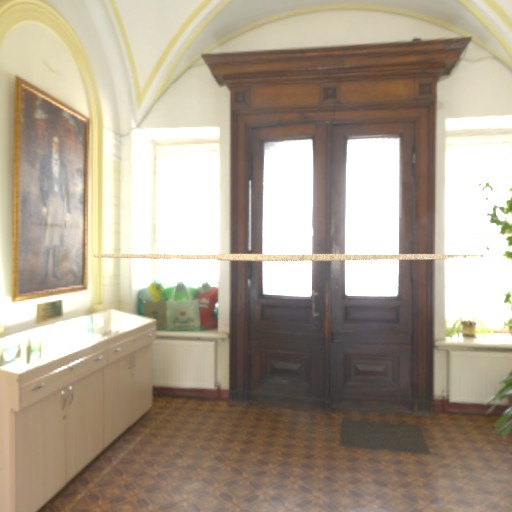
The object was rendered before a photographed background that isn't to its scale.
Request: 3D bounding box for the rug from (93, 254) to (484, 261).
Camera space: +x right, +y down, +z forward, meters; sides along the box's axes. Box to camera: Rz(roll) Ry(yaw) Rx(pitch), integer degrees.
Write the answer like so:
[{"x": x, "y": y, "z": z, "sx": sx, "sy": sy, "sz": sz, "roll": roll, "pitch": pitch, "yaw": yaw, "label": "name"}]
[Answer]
[{"x": 0.000, "y": 0.000, "z": 3.003, "sx": 1.500, "sy": 0.026, "sz": 2.349, "roll": 0, "pitch": 0, "yaw": -36, "label": "rug"}]
